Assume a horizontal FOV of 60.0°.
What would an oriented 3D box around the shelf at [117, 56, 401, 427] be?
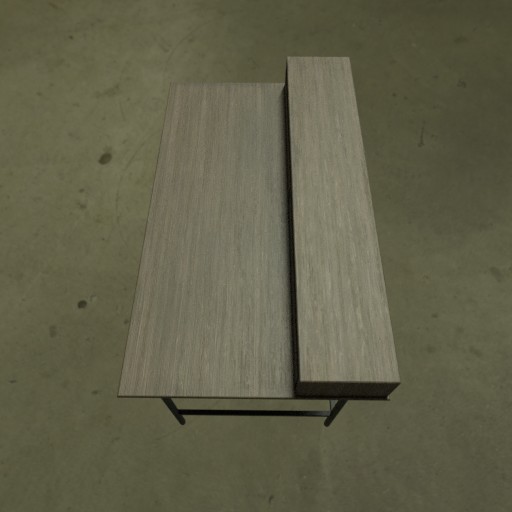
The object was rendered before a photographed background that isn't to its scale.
[{"bbox_3d":[0.000,0.000,1.690,0.685,0.865,1.212,1,59,0],"label":"shelf"}]
